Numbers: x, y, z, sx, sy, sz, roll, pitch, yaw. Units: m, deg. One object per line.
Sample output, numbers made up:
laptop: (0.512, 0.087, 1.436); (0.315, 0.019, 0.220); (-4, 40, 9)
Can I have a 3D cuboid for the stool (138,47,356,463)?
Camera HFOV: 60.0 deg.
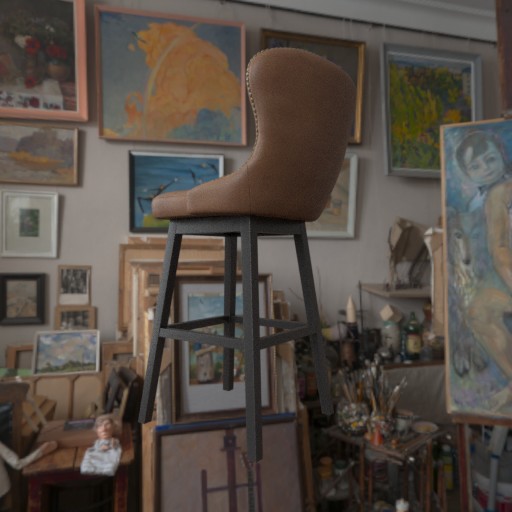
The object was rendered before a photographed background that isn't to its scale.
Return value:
stool: (0.000, 0.000, 1.398); (0.601, 1.050, 0.528); (0, 0, 36)
